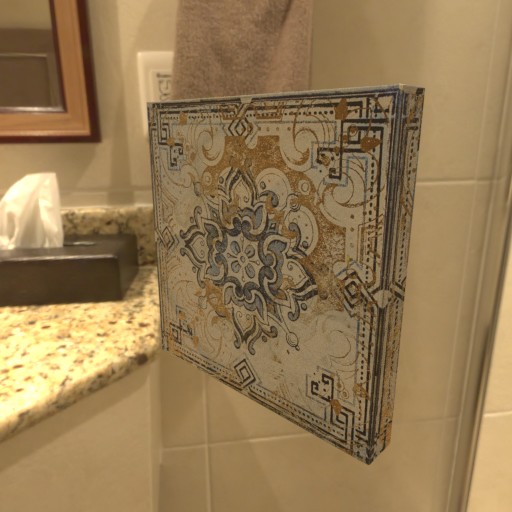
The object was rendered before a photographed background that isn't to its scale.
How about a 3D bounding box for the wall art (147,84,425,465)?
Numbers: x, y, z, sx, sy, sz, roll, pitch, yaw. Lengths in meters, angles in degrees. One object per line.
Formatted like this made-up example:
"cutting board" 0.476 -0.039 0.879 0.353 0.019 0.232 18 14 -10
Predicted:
"wall art" 0.000 0.000 0.449 0.302 0.306 0.038 15 22 42
